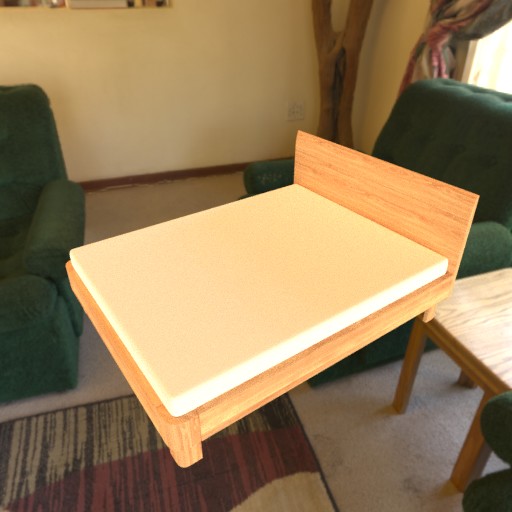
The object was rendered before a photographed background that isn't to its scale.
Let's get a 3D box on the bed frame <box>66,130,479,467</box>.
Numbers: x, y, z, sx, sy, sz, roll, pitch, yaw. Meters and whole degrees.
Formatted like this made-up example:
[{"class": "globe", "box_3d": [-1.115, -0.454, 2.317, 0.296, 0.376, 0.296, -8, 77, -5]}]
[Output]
[{"class": "bed frame", "box_3d": [0.000, 0.000, 2.948, 2.092, 0.940, 1.660, -21, 37, -29]}]
